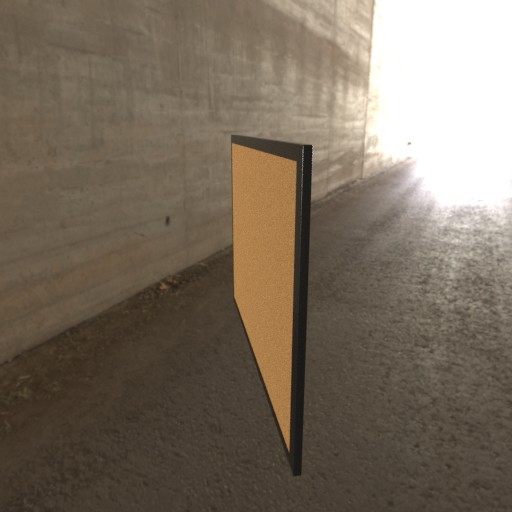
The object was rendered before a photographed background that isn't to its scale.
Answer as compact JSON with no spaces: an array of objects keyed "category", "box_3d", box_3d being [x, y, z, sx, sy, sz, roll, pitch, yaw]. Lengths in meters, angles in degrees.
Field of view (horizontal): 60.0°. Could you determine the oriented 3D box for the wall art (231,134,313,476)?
[{"category":"wall art","box_3d":[0.000,0.000,1.070,0.015,0.552,0.819,-3,17,-10]}]
